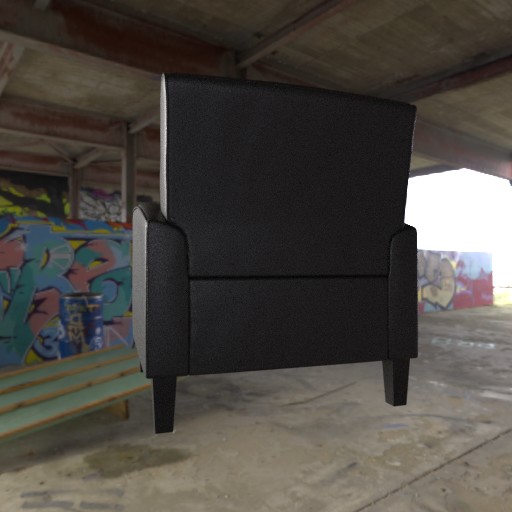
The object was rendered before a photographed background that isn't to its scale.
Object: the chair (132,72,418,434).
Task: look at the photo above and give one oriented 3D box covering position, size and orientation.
[{"bbox_3d":[0.000,0.000,1.561,0.820,0.916,0.819,0,-1,-18],"label":"chair"}]
